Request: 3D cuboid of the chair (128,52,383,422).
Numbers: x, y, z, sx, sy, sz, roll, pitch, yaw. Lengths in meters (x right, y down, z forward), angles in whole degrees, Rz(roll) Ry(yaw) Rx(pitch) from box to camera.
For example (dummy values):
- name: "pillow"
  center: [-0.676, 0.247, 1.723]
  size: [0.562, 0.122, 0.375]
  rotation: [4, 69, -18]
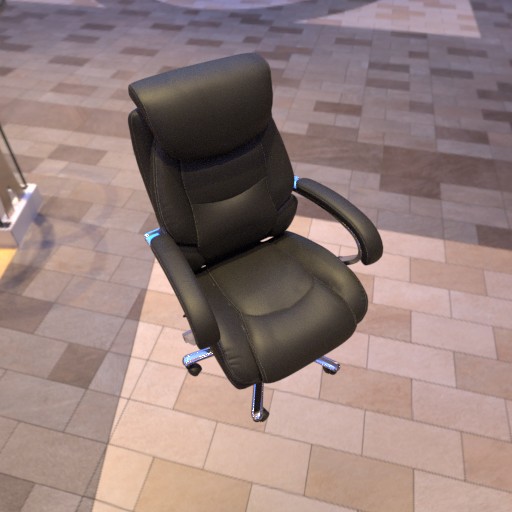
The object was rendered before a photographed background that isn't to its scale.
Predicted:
- name: "chair"
  center: [0.000, 0.000, 1.669]
  size: [0.755, 1.183, 0.790]
  rotation: [-24, 50, -22]
